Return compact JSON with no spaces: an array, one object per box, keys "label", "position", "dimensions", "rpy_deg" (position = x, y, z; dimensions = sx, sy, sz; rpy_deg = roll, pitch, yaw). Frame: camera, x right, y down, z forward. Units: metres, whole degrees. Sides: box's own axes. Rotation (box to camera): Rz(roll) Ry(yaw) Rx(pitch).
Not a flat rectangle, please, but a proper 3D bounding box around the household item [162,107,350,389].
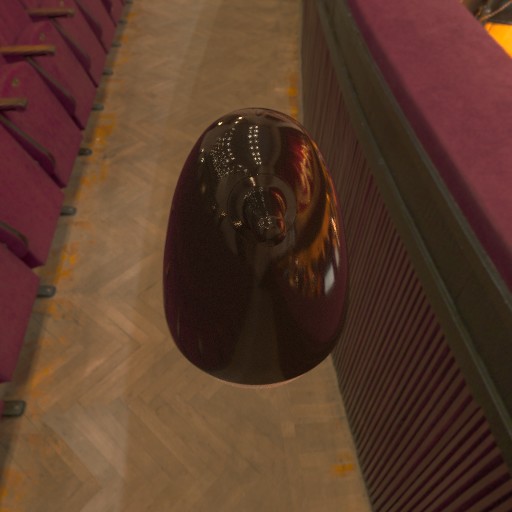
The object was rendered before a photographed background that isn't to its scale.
[{"label":"household item","position":[0.000,0.000,0.222],"dimensions":[0.102,0.152,0.104],"rpy_deg":[-4,47,-4]}]
